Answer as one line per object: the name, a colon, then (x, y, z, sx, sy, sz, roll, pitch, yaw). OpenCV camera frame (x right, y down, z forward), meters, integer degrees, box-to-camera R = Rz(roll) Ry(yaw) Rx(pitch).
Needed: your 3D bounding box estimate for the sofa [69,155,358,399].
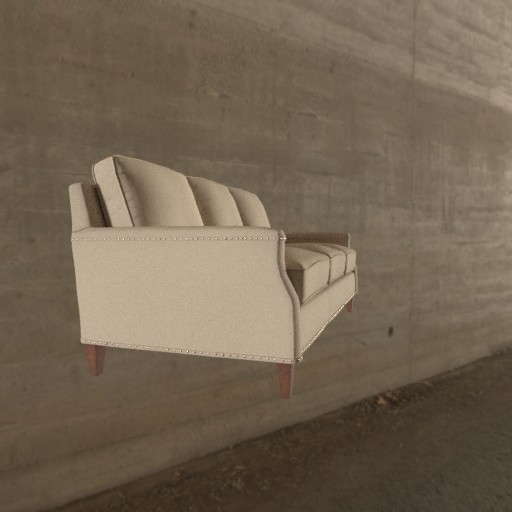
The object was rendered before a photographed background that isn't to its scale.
sofa: (0.000, 0.000, 2.849, 1.084, 1.003, 2.246, 1, 3, 18)
